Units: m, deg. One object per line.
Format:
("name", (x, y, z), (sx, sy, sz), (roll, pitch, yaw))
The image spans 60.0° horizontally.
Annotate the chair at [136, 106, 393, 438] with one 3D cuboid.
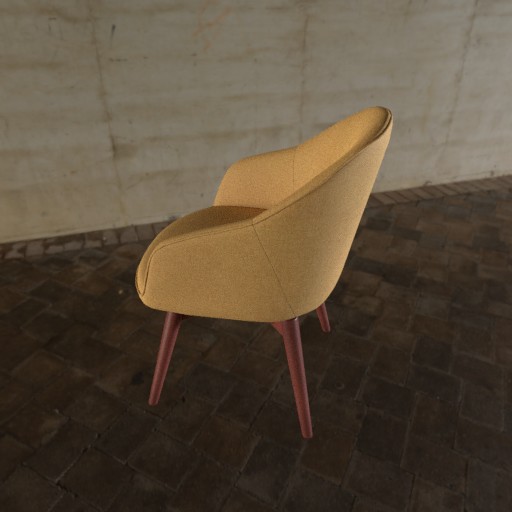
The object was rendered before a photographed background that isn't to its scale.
("chair", (0.000, 0.000, 1.261), (0.635, 0.823, 0.596), (7, 31, 12))
